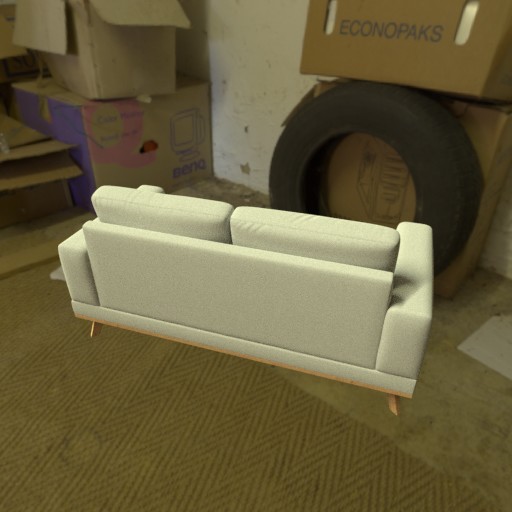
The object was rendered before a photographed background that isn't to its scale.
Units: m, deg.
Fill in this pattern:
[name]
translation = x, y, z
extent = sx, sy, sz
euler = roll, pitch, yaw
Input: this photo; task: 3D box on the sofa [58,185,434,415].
[sofa]
translation = 0.000, 0.000, 2.203
extent = 1.651, 0.810, 0.915
euler = 10, 33, 16
